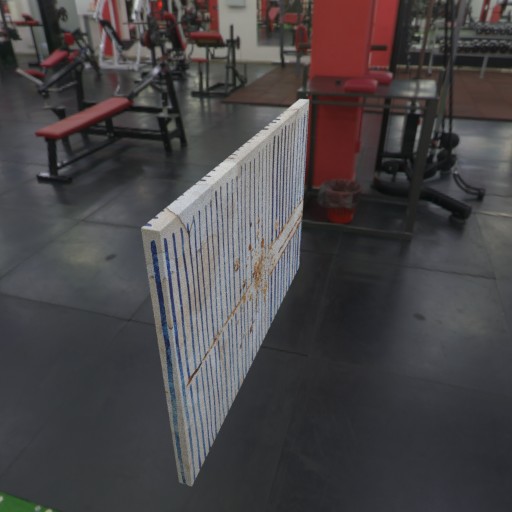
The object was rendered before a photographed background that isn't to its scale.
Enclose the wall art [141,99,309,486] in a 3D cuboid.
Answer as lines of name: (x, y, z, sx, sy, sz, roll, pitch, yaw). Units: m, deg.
wall art: (0.000, 0.000, 1.437, 0.038, 0.757, 1.143, 10, 32, 16)
